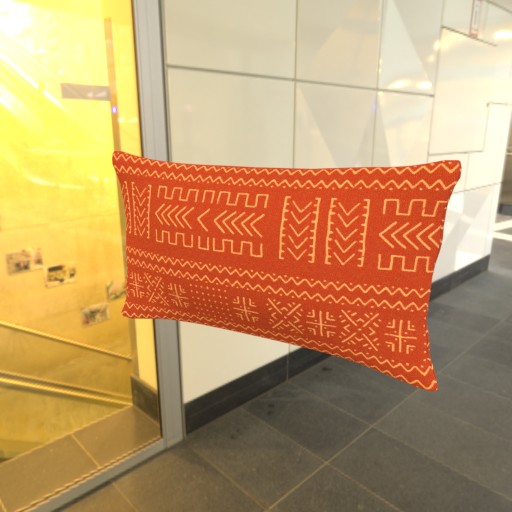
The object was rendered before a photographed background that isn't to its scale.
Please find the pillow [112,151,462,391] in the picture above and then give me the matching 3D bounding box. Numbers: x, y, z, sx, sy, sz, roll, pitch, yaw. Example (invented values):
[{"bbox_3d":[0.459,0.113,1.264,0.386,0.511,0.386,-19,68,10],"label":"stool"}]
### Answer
[{"bbox_3d":[0.000,0.000,0.787,0.640,0.352,0.130,8,17,26],"label":"pillow"}]
